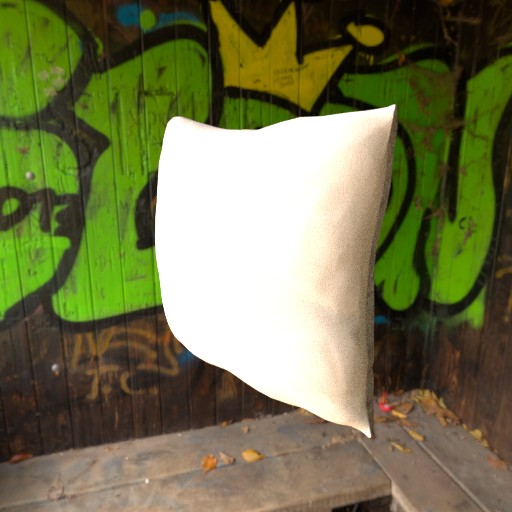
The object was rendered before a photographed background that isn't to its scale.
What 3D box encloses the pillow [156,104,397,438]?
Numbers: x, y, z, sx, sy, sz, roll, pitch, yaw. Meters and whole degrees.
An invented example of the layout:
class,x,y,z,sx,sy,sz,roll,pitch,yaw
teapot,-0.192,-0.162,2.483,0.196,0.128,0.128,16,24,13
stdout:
class,x,y,z,sx,sy,sz,roll,pitch,yaw
pillow,0.000,0.000,0.718,0.245,0.448,0.450,-13,19,-43
